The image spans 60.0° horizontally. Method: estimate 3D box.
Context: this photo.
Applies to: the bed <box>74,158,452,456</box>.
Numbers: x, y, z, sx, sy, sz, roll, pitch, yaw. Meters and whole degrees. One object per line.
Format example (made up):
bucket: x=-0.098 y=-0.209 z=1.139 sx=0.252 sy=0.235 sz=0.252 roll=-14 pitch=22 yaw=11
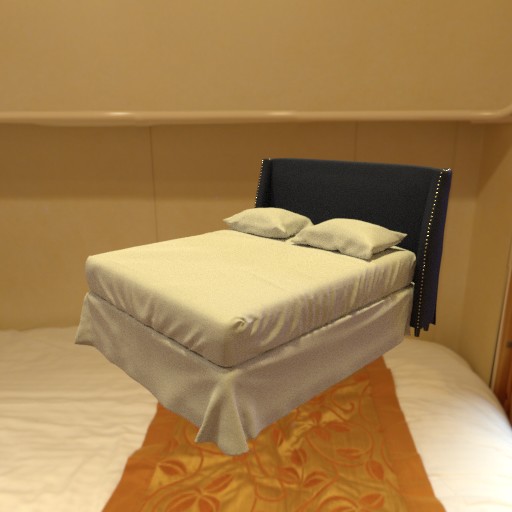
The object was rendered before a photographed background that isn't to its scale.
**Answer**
bed: x=0.000 y=0.000 z=3.387 sx=2.276 sy=1.332 sz=1.925 roll=-14 pitch=21 yaw=-42
